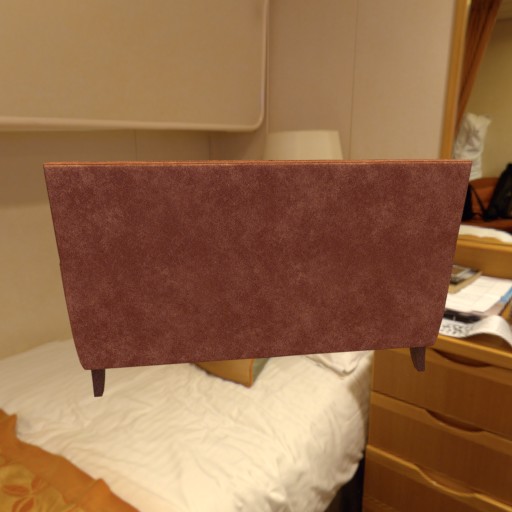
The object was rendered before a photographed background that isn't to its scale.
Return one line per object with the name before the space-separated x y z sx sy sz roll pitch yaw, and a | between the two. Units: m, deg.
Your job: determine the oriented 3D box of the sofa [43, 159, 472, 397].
sofa | 0.000 0.000 1.976 1.473 0.871 0.787 -2 15 -8
